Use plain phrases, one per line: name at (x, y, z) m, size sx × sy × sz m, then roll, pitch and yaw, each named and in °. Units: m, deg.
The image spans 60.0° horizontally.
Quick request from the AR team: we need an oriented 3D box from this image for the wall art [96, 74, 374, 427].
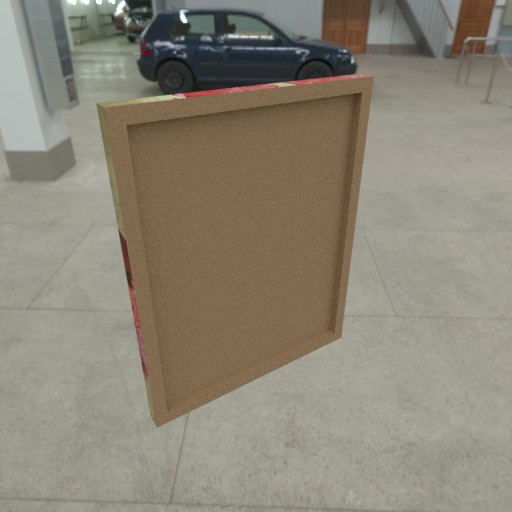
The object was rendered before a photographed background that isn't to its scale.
wall art at (0.000, 0.000, 0.705) m, size 0.406 × 0.508 × 0.028 m, roll -18°, pitch 35°, yaw -28°
